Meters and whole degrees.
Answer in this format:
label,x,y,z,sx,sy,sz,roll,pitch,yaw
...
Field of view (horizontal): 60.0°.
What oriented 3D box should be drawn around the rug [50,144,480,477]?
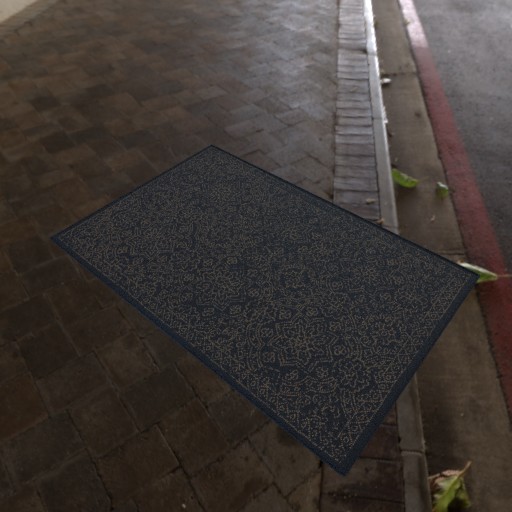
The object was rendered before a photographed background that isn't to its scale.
label,x,y,z,sx,sy,sz,roll,pitch,yaw
rug,0.000,0.000,2.242,1.829,0.010,1.219,31,53,27
